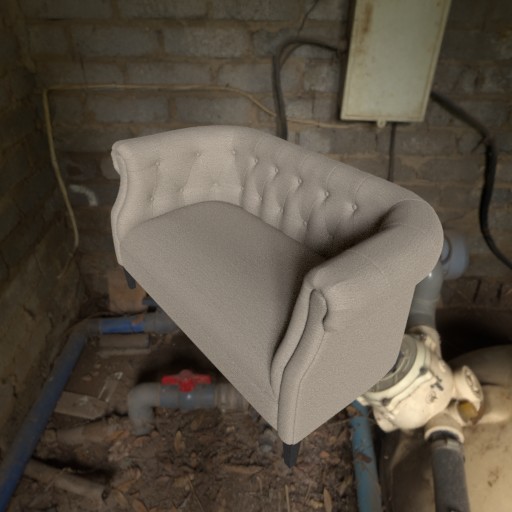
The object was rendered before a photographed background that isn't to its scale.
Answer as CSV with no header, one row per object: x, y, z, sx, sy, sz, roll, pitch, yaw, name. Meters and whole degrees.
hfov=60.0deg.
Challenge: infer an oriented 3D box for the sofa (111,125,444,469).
0.000,0.000,2.024,0.835,0.827,1.558,-23,40,-31,sofa
